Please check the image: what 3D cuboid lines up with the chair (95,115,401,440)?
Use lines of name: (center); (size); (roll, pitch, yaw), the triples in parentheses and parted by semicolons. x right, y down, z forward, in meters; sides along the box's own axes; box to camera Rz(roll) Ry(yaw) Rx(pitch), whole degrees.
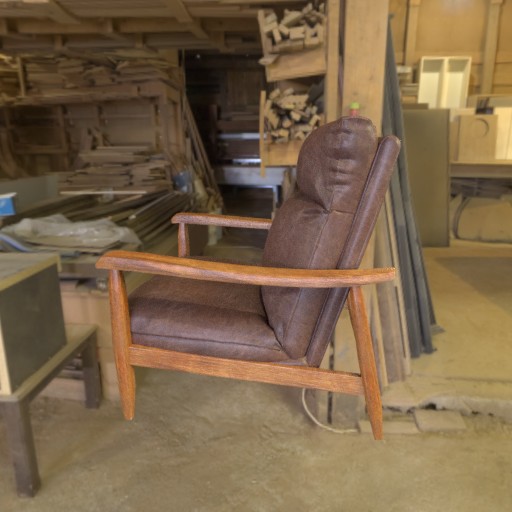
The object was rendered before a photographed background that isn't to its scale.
chair: (0.000, 0.000, 1.526); (0.830, 0.897, 0.782); (2, 15, 7)
